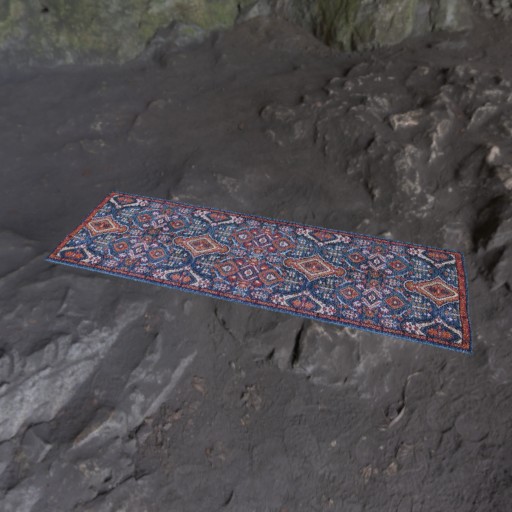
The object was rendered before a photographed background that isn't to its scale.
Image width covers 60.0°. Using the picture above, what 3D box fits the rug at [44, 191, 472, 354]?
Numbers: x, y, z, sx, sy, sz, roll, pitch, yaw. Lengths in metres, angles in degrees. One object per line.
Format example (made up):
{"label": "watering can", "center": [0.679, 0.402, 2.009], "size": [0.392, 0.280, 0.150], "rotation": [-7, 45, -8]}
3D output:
{"label": "rug", "center": [0.000, 0.000, 2.716], "size": [2.459, 0.010, 0.801], "rotation": [11, 43, 12]}
